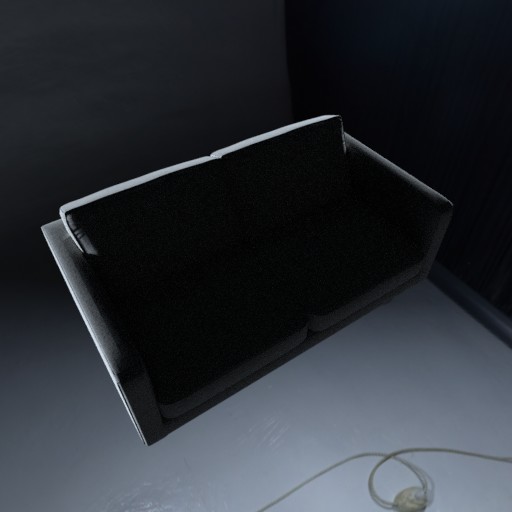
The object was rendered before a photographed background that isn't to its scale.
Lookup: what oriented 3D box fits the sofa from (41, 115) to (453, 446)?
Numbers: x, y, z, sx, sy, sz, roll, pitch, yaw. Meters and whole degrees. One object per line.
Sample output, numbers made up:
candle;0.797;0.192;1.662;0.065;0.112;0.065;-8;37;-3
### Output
sofa;0.000;0.000;2.275;1.731;0.900;1.000;-25;51;-23
